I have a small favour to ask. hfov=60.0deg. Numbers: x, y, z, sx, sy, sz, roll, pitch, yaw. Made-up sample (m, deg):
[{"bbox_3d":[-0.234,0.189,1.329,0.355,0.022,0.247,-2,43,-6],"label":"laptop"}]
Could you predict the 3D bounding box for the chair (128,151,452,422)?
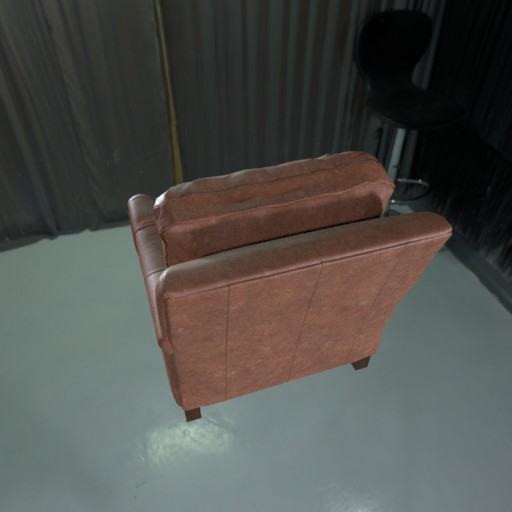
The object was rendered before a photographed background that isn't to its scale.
[{"bbox_3d":[0.000,0.000,1.932,0.986,1.055,1.158,-13,43,-14],"label":"chair"}]
